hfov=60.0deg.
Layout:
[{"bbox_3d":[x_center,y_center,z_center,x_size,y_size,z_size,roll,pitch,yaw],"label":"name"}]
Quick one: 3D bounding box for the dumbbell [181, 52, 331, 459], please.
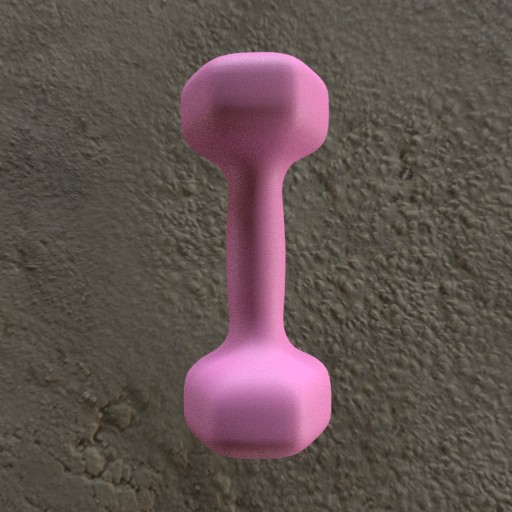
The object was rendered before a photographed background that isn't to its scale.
[{"bbox_3d":[0.000,0.000,0.189,0.064,0.058,0.159,0,90,1],"label":"dumbbell"}]
